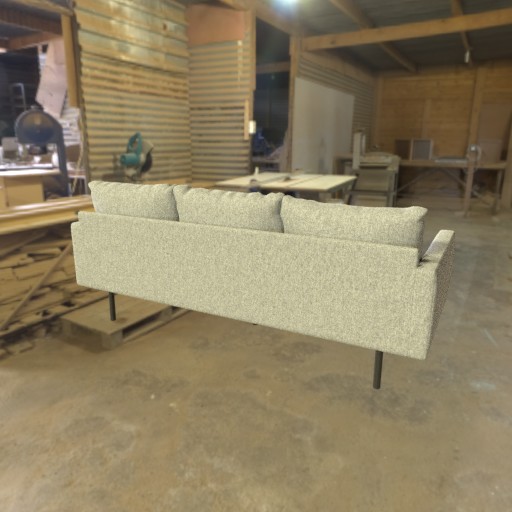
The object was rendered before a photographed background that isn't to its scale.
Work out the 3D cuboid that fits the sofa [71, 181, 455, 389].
[{"bbox_3d":[0.000,0.000,2.513,2.000,0.830,0.850,8,17,27],"label":"sofa"}]
